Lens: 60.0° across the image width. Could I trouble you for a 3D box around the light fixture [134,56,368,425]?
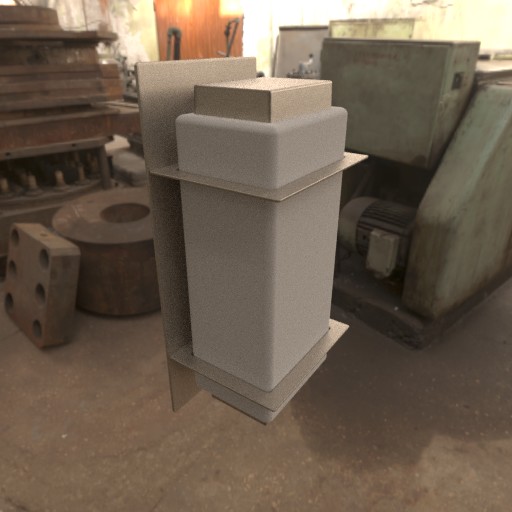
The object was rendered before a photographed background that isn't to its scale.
[{"bbox_3d":[0.000,0.000,0.471,0.160,0.380,0.168,17,31,31],"label":"light fixture"}]
